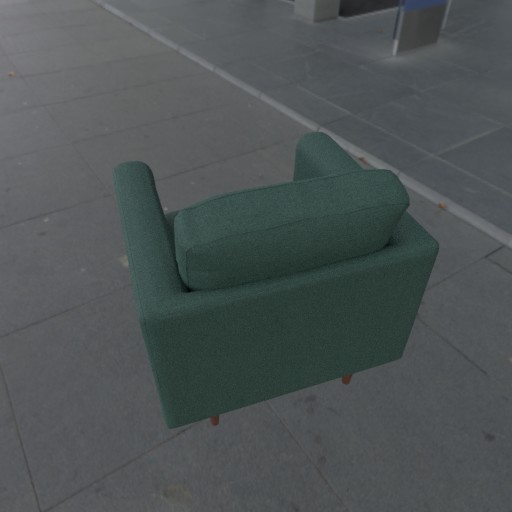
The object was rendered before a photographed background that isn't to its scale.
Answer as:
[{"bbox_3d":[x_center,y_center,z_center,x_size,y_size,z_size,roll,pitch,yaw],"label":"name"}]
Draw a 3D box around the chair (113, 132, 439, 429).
[{"bbox_3d":[0.000,0.000,1.573,0.855,0.927,0.800,-13,43,-14],"label":"chair"}]
